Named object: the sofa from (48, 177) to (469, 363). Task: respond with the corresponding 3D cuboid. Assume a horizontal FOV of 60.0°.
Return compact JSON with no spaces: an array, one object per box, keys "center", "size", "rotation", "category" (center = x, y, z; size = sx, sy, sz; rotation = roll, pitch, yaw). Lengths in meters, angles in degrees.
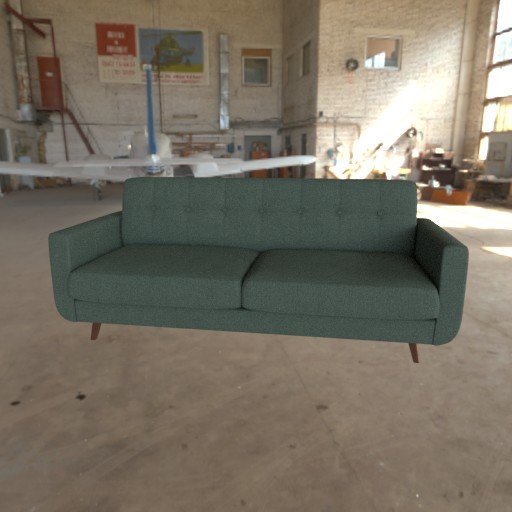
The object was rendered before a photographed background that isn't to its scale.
[{"center":[0.000,0.000,2.509],"size":[2.029,0.841,0.909],"rotation":[2,14,9],"category":"sofa"}]
